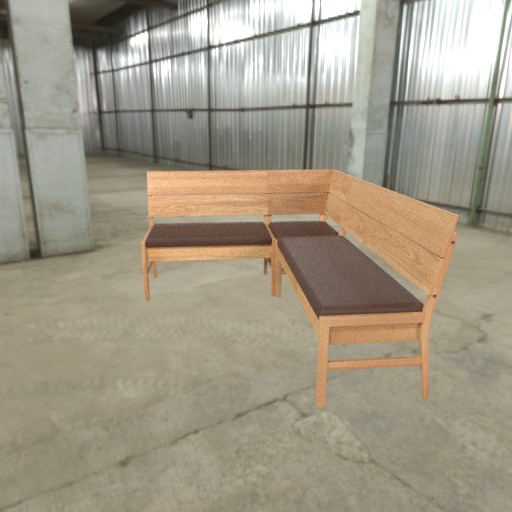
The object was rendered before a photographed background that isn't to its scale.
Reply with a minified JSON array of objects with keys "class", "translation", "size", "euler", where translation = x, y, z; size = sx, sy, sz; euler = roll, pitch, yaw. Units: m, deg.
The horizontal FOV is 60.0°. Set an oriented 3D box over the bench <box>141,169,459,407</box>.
[{"class":"bench","translation":[0.000,0.000,2.834],"size":[1.549,0.890,1.975],"euler":[-2,17,-6]}]
